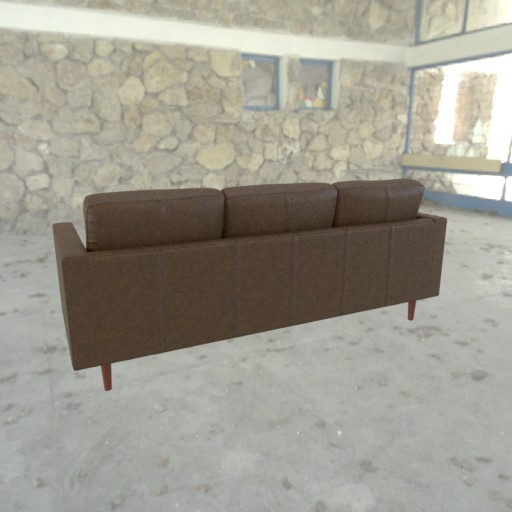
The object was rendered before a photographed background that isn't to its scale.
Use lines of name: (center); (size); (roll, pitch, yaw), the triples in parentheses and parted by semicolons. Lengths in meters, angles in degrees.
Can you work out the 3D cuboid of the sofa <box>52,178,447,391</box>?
sofa: (0.000, 0.000, 2.738); (2.231, 0.930, 0.903); (-7, 16, -25)
